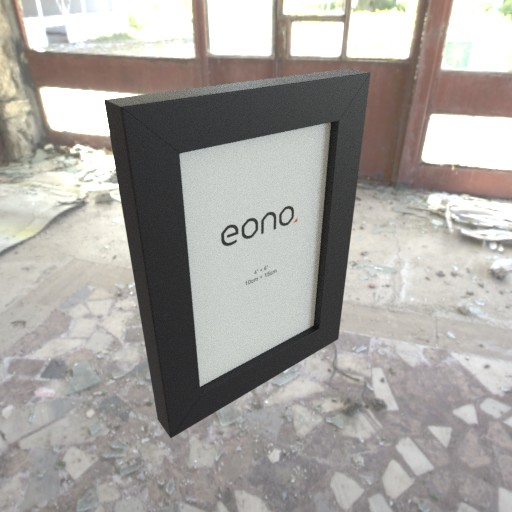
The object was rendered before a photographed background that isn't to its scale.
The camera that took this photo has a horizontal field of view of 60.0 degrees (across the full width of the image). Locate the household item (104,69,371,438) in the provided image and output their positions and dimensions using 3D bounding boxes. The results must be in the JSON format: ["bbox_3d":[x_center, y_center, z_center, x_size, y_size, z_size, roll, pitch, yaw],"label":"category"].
[{"bbox_3d":[0.000,0.000,0.241,0.133,0.178,0.022,-22,37,-32],"label":"household item"}]
